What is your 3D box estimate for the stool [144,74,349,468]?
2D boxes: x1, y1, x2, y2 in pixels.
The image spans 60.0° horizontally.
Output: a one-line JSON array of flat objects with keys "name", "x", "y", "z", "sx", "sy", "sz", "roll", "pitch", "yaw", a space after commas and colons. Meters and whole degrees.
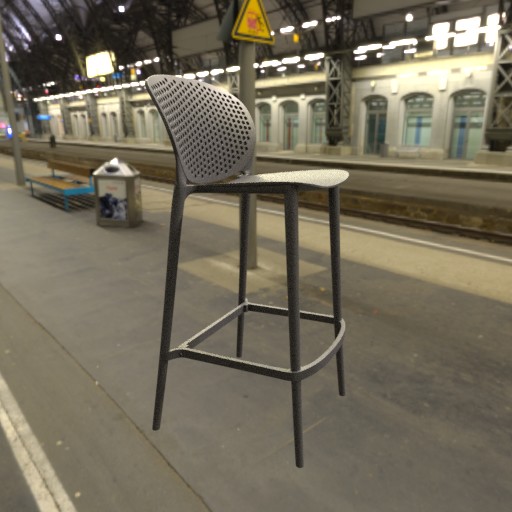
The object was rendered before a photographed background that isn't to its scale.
[{"name": "stool", "x": 0.000, "y": 0.000, "z": 1.352, "sx": 0.535, "sy": 1.045, "sz": 0.536, "roll": 8, "pitch": 18, "yaw": 27}]
